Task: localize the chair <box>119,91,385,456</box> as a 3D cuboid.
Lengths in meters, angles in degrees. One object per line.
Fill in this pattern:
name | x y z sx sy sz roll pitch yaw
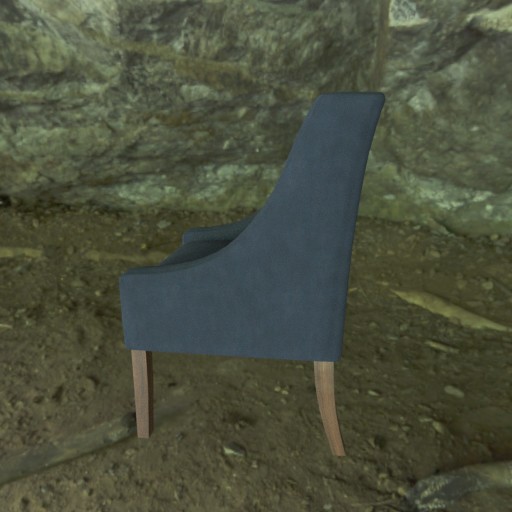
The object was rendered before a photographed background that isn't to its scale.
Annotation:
chair | 0.000 0.000 1.356 0.629 0.895 0.629 2 14 7
